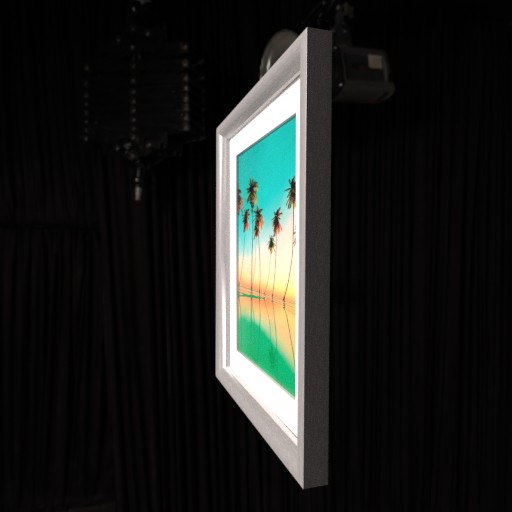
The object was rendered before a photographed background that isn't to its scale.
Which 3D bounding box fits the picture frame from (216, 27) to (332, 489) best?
[{"bbox_3d":[0.000,0.000,0.522,0.027,0.378,0.327,0,2,-18],"label":"picture frame"}]
